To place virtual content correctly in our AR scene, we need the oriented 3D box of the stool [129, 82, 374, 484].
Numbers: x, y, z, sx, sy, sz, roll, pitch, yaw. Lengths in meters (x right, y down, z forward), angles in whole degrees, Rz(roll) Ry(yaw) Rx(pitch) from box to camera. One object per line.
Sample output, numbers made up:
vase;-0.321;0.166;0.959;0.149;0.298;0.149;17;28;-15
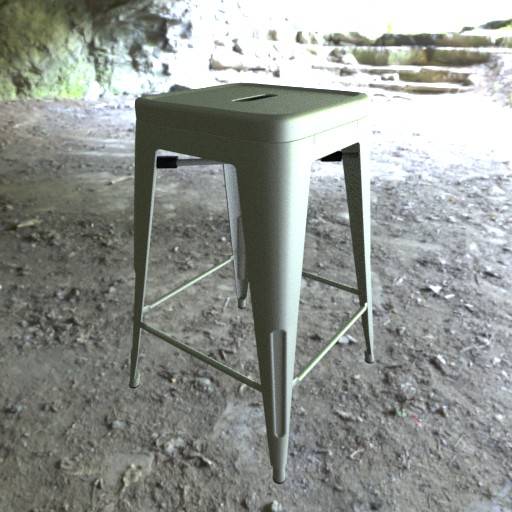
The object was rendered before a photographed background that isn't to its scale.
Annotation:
stool;0.000;0.000;0.884;0.410;0.608;0.410;19;33;32
